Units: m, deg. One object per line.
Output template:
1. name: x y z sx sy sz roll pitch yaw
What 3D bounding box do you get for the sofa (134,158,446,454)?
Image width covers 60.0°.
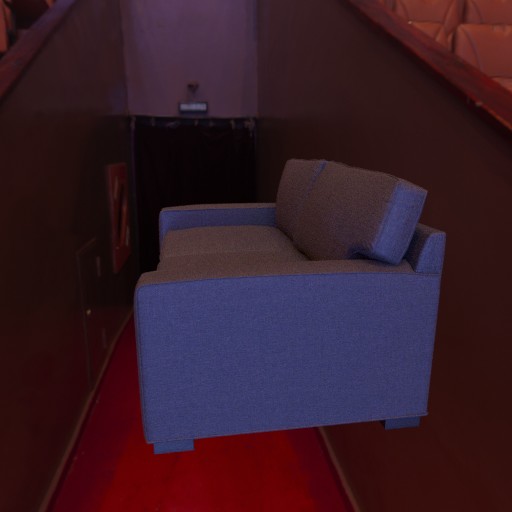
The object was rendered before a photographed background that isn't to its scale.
1. sofa: 0.000 0.000 2.097 0.974 0.887 1.534 -2 15 -9
